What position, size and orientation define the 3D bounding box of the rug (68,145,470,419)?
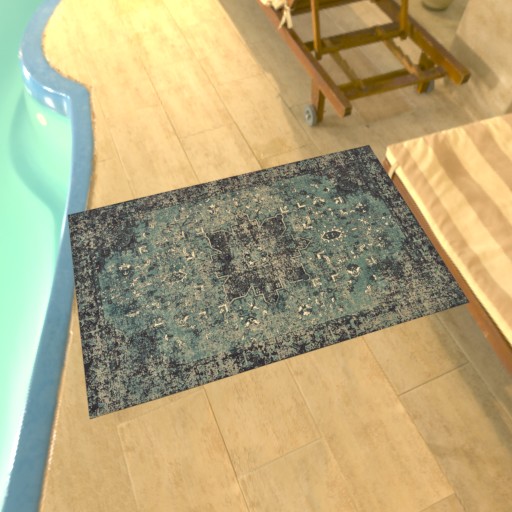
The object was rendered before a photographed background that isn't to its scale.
[{"bbox_3d":[0.000,0.000,3.077,2.440,0.007,1.525,-15,59,-9],"label":"rug"}]
